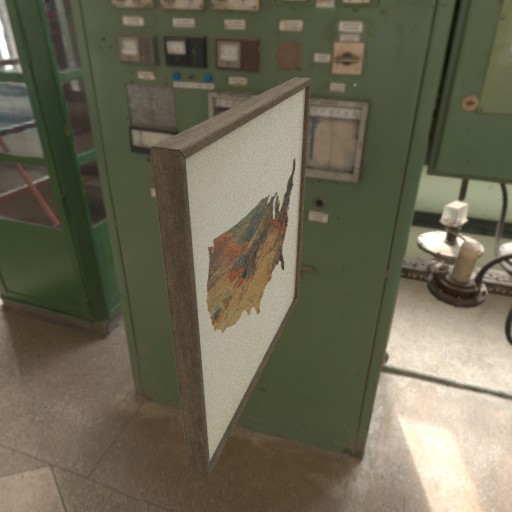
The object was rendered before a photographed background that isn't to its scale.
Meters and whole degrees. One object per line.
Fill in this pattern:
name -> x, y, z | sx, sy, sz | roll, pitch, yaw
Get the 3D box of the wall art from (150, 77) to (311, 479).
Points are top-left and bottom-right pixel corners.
wall art -> 0.000, 0.000, 1.123 | 0.050, 0.751, 0.749 | 10, 31, 18
